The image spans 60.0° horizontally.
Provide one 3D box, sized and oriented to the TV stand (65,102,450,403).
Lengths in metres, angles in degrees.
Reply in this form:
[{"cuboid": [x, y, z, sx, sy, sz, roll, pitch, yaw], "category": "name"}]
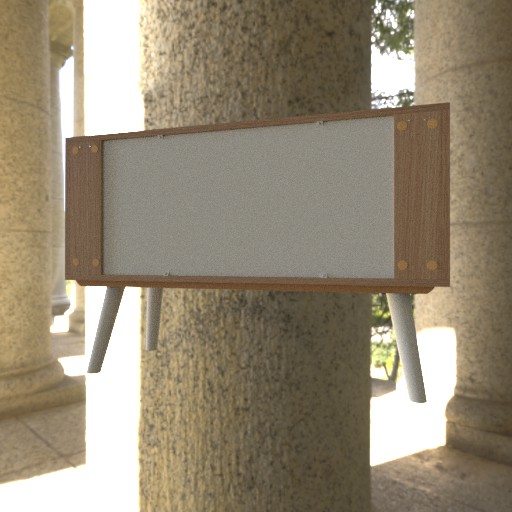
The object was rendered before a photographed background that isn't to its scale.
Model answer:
[{"cuboid": [0.000, 0.000, 1.288, 0.991, 0.660, 0.407, 0, 0, 17], "category": "TV stand"}]
